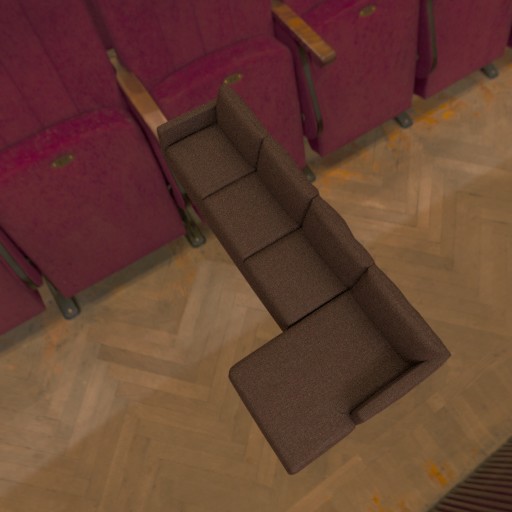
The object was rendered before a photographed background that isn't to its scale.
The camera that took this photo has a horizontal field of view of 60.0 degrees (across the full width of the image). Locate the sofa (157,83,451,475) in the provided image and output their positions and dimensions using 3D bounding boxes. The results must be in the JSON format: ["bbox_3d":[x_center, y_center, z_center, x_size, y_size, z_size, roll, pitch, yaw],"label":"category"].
[{"bbox_3d":[0.000,0.000,3.901,1.483,0.892,3.221,-30,69,-13],"label":"sofa"}]
